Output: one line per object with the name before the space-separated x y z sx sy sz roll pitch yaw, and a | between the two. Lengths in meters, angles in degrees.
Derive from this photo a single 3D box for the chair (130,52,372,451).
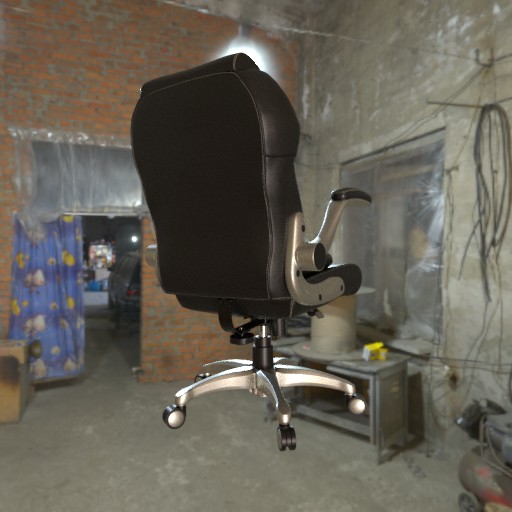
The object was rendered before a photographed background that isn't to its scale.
chair | 0.000 0.000 1.627 0.724 1.141 0.801 0 0 35
